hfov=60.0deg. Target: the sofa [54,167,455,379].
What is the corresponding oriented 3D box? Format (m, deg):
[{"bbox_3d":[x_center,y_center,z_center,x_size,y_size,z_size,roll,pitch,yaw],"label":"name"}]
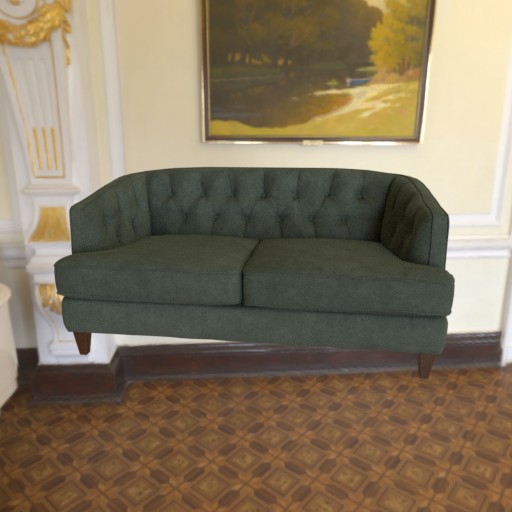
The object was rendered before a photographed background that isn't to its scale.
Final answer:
[{"bbox_3d":[0.000,0.000,2.281,1.733,0.855,0.941,2,15,8],"label":"sofa"}]
